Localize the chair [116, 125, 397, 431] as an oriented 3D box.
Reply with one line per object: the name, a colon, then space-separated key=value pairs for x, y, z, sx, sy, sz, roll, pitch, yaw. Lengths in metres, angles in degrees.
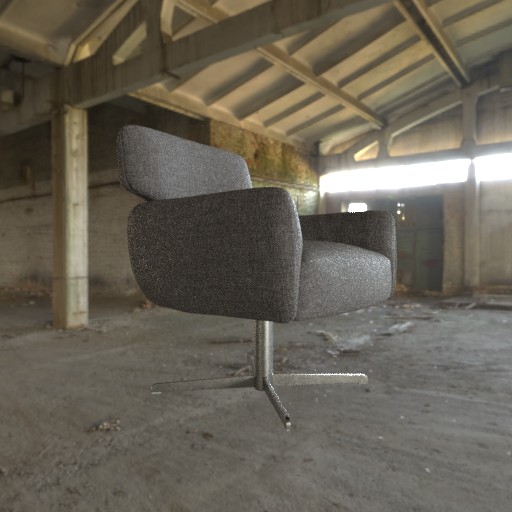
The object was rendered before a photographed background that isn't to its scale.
chair: x=0.000 y=0.000 z=1.375 sx=0.715 sy=0.812 sz=0.706 roll=0 pitch=0 yaw=36
